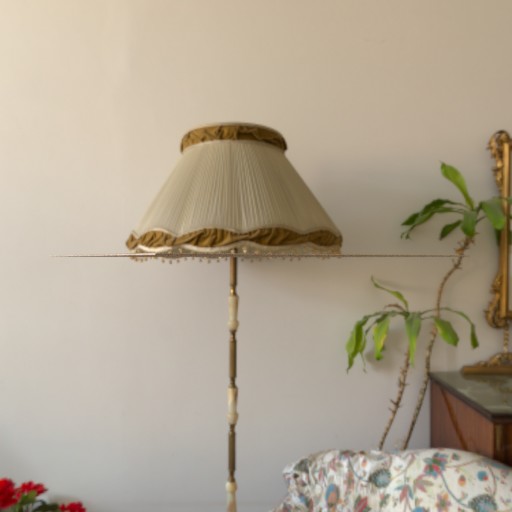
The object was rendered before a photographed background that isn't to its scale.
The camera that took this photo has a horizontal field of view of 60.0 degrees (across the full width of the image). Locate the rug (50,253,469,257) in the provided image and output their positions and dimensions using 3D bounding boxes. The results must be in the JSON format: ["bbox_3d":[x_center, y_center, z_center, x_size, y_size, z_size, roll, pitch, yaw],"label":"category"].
[{"bbox_3d":[0.000,0.000,4.075,3.034,0.012,2.406,0,0,-37],"label":"rug"}]
